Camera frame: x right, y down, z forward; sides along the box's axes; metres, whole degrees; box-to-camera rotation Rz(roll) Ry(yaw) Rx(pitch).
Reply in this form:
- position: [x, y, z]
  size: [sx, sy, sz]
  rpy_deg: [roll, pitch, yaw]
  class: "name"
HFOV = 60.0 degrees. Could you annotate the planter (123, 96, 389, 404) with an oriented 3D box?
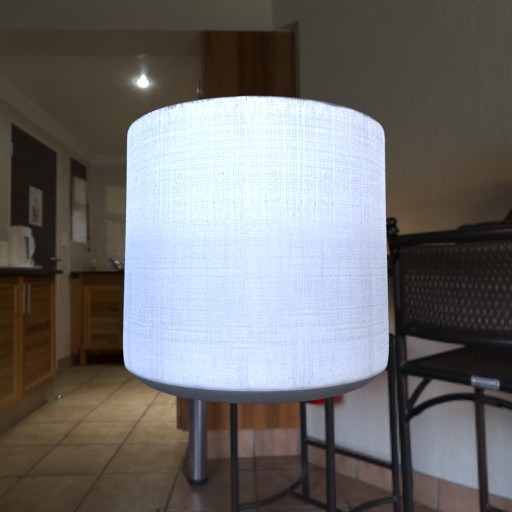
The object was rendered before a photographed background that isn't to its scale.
- position: [0.000, 0.000, 0.387]
  size: [0.221, 0.201, 0.221]
  rpy_deg: [0, -1, 0]
  class: "planter"
